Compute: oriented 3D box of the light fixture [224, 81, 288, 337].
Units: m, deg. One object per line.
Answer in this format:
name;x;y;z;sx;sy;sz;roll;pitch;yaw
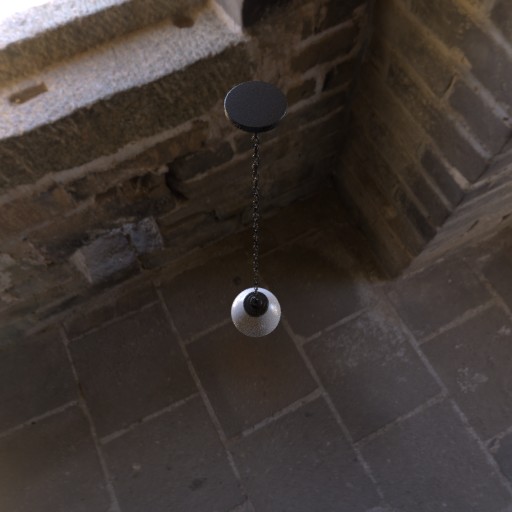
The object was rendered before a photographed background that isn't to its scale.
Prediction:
light fixture;0.000;0.000;2.040;0.305;1.867;0.304;15;65;7
